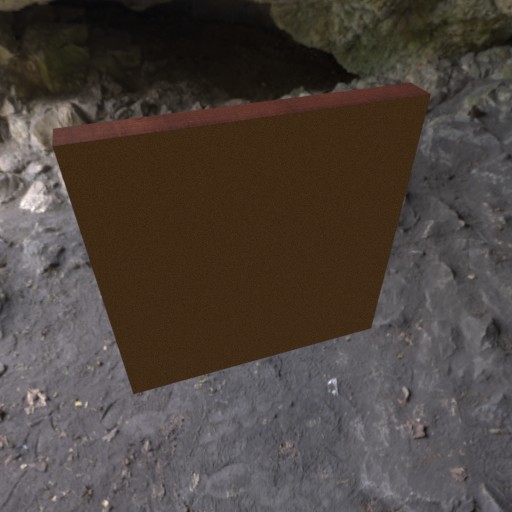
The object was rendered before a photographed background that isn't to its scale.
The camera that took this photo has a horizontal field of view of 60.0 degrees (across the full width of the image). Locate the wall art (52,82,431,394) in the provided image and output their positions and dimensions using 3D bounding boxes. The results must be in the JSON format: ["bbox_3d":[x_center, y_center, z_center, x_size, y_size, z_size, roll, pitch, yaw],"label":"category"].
[{"bbox_3d":[0.000,0.000,0.570,0.386,0.385,0.038,-12,42,-14],"label":"wall art"}]
